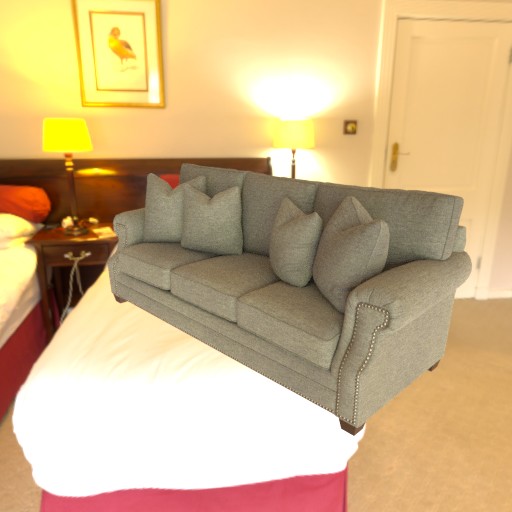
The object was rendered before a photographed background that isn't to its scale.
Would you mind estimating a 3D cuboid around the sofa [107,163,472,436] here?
[{"bbox_3d":[0.000,0.000,2.771,0.965,0.975,2.312,-16,23,-42],"label":"sofa"}]
